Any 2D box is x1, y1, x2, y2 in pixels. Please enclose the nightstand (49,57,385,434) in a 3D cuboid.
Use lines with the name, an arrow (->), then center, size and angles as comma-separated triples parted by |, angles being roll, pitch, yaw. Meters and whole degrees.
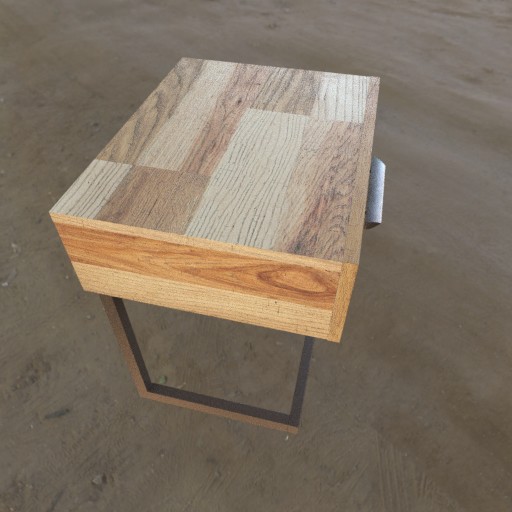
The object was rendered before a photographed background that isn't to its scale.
nightstand -> 0.000, 0.000, 1.015 | 0.481, 0.632, 0.558 | 10, 47, 9
